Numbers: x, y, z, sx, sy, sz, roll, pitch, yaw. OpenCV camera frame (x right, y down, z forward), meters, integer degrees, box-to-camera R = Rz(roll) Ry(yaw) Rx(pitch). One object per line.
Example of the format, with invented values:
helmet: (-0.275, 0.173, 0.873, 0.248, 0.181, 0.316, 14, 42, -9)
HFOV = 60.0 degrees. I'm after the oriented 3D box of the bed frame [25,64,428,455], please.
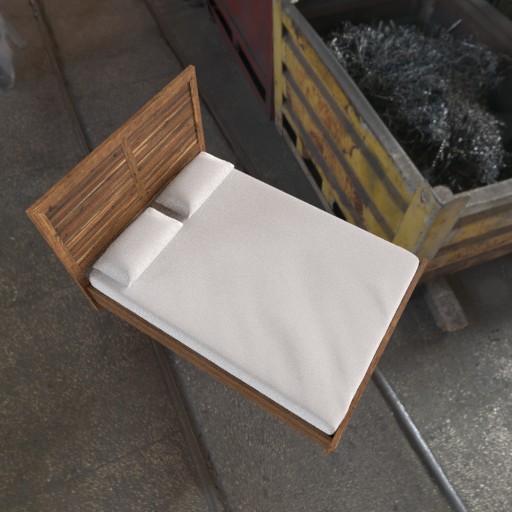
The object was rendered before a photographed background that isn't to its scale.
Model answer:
bed frame: (0.000, 0.000, 3.371, 2.276, 1.417, 1.696, 28, 62, 16)
